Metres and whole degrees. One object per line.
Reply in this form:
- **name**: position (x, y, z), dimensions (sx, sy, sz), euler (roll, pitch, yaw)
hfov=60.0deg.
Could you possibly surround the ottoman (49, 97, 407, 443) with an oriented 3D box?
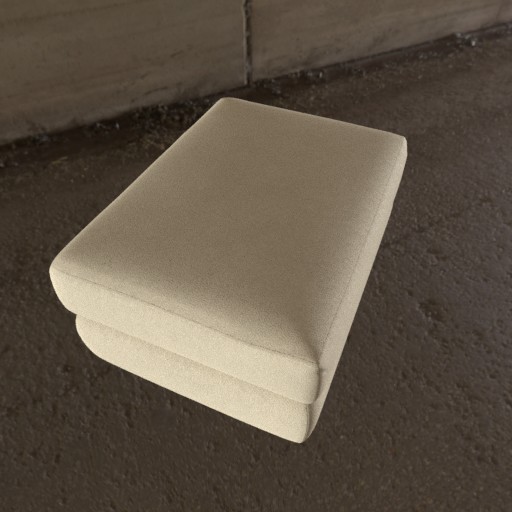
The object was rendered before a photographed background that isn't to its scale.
- **ottoman**: position (0.000, 0.000, 1.138), dimensions (0.569, 0.499, 0.773), euler (18, 49, 16)
